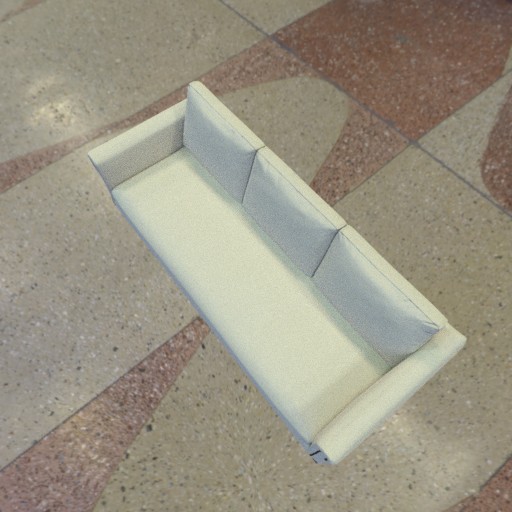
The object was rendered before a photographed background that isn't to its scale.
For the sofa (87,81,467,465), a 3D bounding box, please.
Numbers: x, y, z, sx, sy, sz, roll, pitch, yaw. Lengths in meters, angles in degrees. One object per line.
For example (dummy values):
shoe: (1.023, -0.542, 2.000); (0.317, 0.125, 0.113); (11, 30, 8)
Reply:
sofa: (0.000, 0.000, 2.600); (0.902, 0.911, 2.198); (-35, 68, -17)
